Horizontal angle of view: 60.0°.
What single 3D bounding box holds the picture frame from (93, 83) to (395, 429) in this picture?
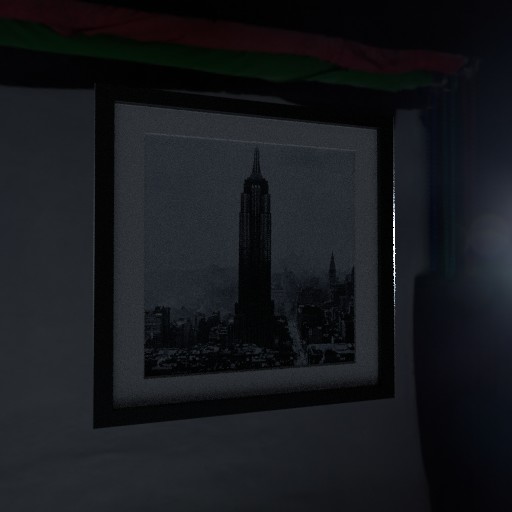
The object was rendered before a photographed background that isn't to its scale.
[{"bbox_3d":[0.000,0.000,0.517,0.355,0.353,0.029,0,-1,-17],"label":"picture frame"}]
